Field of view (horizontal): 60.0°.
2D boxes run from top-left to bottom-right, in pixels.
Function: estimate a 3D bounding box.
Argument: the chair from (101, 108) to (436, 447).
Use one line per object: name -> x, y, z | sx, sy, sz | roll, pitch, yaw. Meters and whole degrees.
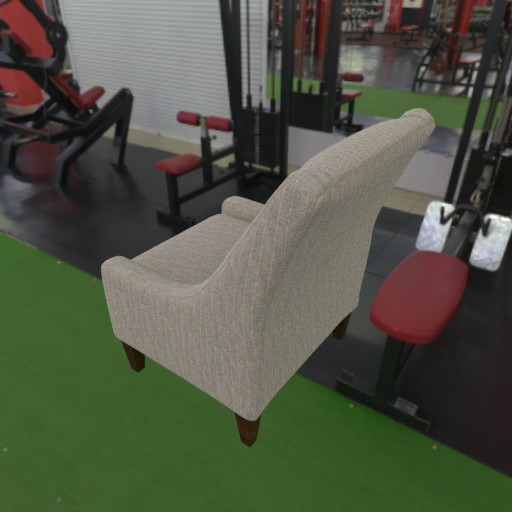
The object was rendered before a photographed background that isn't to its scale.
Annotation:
chair -> 0.000, 0.000, 1.603 | 0.870, 1.014, 0.774 | 21, 37, 31
